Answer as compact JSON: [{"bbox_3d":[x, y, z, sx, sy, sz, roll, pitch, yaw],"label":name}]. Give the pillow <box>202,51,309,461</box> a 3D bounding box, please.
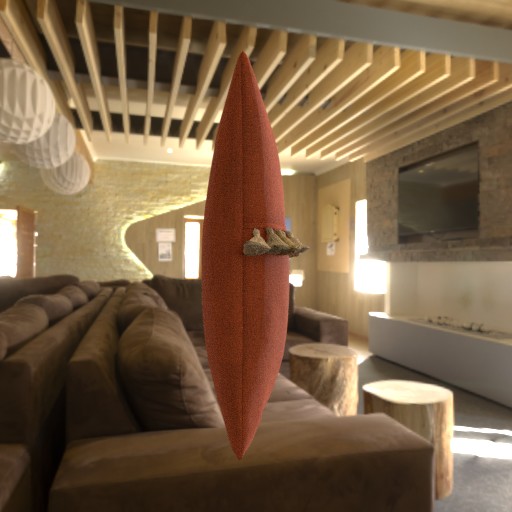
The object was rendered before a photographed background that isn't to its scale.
[{"bbox_3d":[0.000,0.000,0.755,0.165,0.482,0.490,0,-1,0],"label":"pillow"}]
